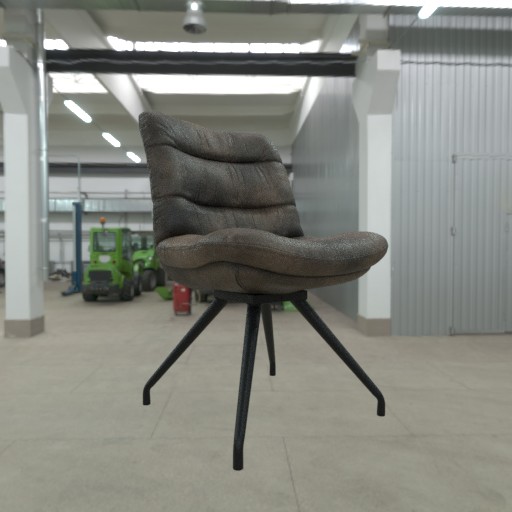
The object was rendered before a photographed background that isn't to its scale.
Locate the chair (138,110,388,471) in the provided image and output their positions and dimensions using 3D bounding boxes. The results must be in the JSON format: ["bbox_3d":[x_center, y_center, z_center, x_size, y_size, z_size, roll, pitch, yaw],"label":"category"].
[{"bbox_3d":[0.000,0.000,1.261,0.549,0.870,0.622,-1,2,-37],"label":"chair"}]
